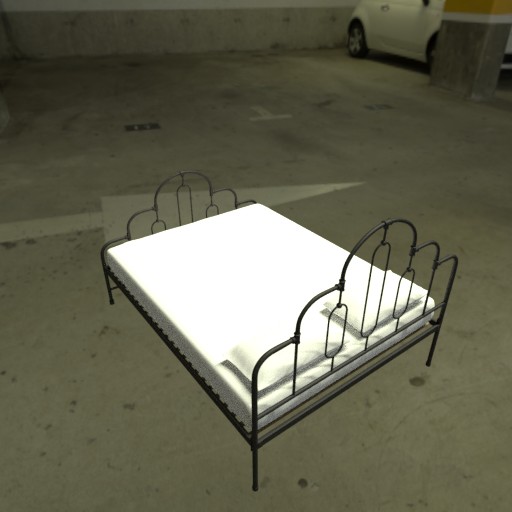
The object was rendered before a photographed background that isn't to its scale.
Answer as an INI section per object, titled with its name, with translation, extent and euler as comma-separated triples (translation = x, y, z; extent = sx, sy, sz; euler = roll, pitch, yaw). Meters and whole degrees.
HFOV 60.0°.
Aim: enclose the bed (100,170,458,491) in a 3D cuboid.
[bed]
translation = 0.000, 0.000, 3.240
extent = 1.640, 1.429, 2.163
euler = -21, 37, -31
